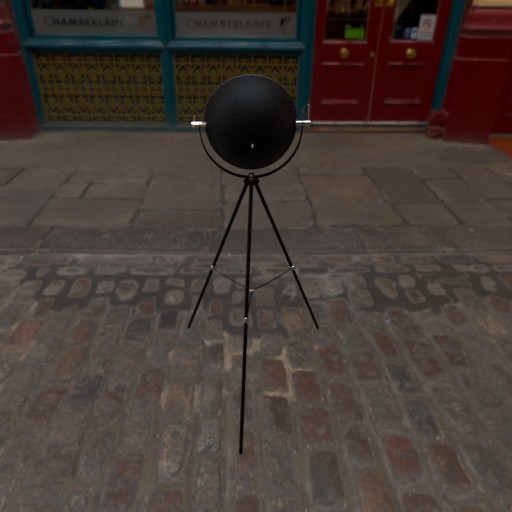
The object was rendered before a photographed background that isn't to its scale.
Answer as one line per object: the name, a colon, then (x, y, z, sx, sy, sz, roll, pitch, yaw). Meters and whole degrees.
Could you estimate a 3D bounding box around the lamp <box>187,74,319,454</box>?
lamp: (0.000, 0.000, 2.007, 0.817, 1.512, 0.920, -1, 29, -2)
